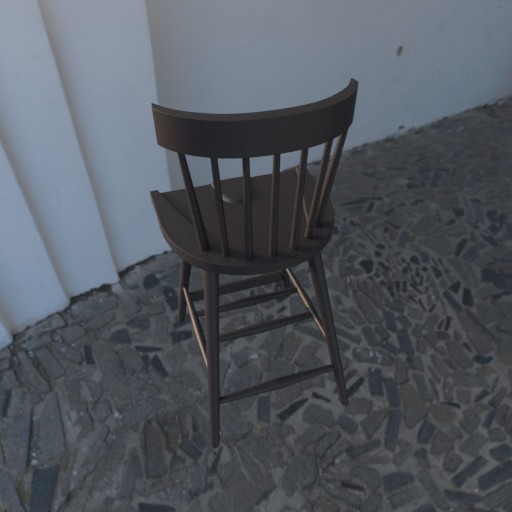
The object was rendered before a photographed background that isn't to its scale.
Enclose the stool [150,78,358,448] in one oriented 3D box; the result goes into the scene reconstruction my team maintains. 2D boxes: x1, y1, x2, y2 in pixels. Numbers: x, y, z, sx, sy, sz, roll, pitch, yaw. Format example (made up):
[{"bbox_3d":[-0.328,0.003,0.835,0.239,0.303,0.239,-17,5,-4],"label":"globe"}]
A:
[{"bbox_3d":[0.000,0.000,1.265,0.494,0.953,0.549,-12,42,-14],"label":"stool"}]
